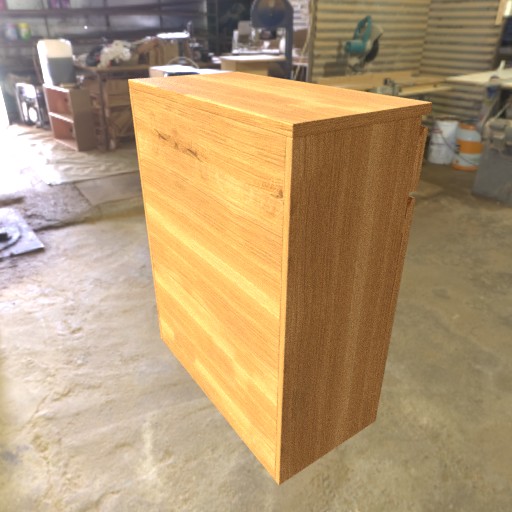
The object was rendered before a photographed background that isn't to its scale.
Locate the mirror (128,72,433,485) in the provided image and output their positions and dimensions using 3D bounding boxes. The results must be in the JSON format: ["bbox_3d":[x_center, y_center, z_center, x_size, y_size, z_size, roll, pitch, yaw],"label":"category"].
[{"bbox_3d":[0.000,0.000,1.407,0.400,1.000,0.800,-18,33,-30],"label":"mirror"}]
